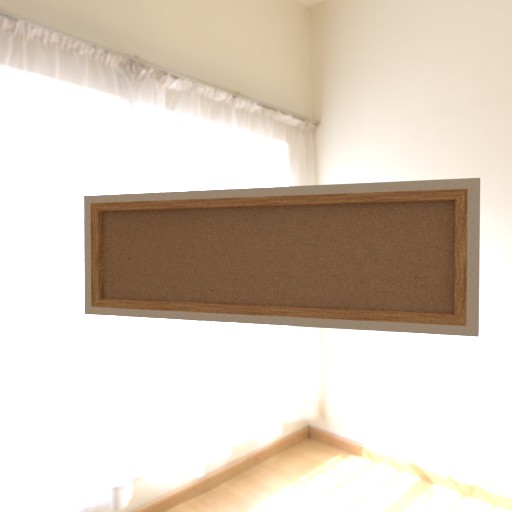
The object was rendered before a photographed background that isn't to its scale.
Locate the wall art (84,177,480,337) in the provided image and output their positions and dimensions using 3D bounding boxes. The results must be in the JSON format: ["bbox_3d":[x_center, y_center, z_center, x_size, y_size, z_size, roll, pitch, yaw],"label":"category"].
[{"bbox_3d":[0.000,0.000,0.844,0.763,0.255,0.038,0,1,18],"label":"wall art"}]
